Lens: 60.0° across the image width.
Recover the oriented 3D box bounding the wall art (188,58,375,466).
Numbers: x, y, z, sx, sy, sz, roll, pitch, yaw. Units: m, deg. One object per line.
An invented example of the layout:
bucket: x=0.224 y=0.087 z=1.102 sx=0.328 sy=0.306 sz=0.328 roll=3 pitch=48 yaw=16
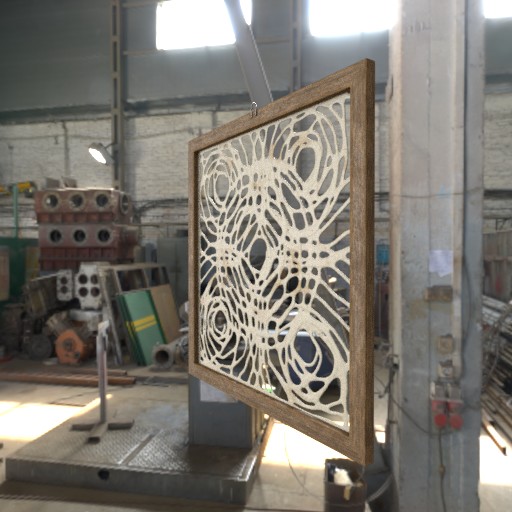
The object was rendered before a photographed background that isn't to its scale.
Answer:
wall art: x=0.000 y=0.000 z=0.843 sx=0.021 sy=0.576 sz=0.561 roll=0 pitch=1 yaw=-34
